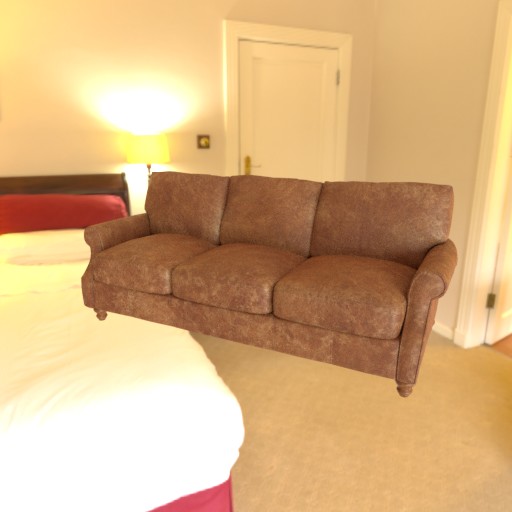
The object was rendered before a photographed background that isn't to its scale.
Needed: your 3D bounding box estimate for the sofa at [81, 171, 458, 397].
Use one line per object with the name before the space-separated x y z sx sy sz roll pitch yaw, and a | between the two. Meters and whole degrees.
sofa | 0.000 0.000 2.861 2.351 0.977 0.973 8 17 26
